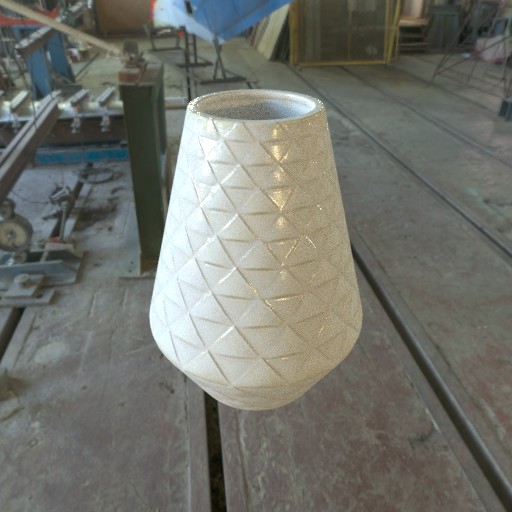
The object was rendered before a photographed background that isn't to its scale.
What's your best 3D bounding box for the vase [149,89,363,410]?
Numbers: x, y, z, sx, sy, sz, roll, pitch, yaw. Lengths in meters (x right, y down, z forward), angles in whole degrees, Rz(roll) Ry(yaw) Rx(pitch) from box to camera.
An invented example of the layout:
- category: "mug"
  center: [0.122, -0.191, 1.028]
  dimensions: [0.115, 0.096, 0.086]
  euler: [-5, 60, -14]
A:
- category: "vase"
  center: [0.000, 0.000, 0.345]
  dimensions: [0.175, 0.230, 0.175]
  euler: [0, 32, 0]
